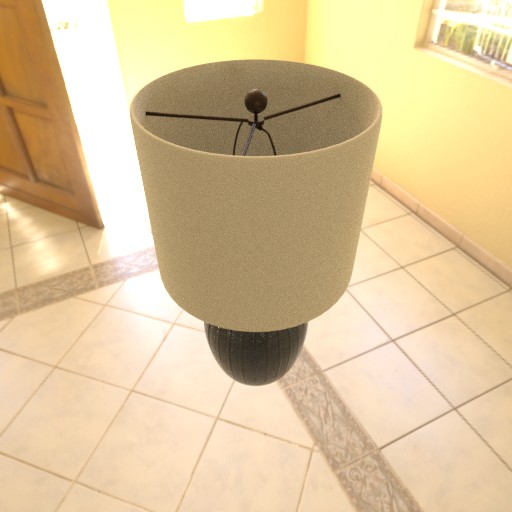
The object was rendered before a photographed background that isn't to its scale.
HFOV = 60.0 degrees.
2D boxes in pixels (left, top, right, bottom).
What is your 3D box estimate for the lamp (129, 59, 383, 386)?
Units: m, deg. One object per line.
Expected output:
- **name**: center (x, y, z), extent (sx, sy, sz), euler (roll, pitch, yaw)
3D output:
- **lamp**: center (0.000, 0.000, 0.762), extent (0.329, 0.570, 0.329), euler (-25, 47, -26)
